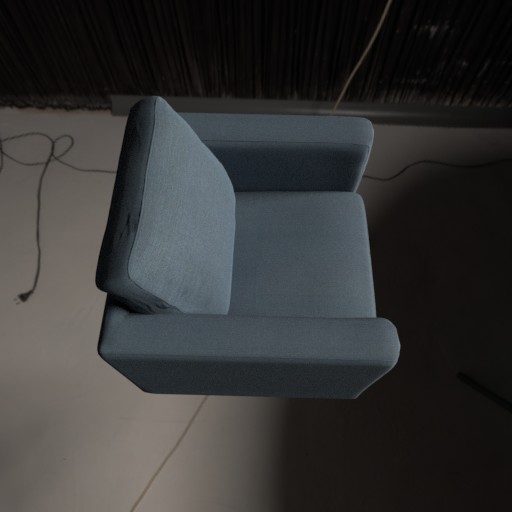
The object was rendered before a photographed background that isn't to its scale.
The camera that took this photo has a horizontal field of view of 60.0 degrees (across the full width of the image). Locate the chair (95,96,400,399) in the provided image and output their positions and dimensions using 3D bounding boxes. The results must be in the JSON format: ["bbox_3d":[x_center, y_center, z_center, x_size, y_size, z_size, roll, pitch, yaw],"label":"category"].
[{"bbox_3d":[0.000,0.000,1.532,0.820,0.922,0.855,1,64,1],"label":"chair"}]
